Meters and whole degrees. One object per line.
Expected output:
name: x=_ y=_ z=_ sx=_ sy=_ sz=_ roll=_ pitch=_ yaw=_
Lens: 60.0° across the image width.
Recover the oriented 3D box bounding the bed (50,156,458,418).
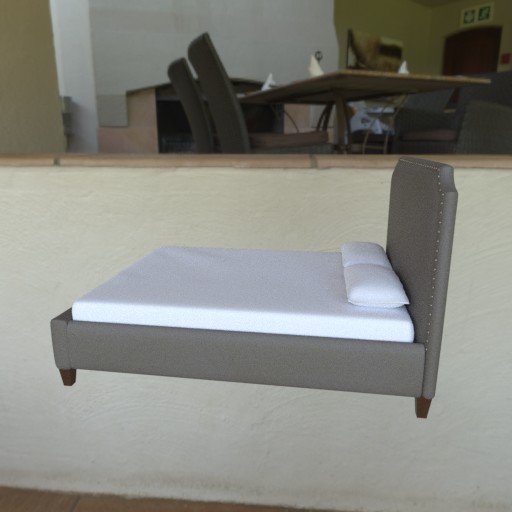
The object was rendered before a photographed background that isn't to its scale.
bed: x=0.000 y=0.000 z=3.338 sx=2.372 sy=1.443 sz=1.712 roll=2 pitch=15 yaw=9
